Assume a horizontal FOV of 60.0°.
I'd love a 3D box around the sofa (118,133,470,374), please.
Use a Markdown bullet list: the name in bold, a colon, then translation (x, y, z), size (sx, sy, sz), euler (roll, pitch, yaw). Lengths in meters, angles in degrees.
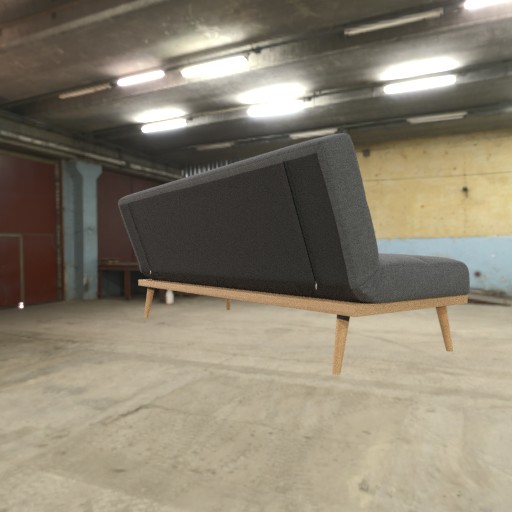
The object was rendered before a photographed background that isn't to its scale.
- **sofa**: translation (0.000, 0.000, 2.247), size (0.820, 0.770, 1.820), euler (0, 0, -36)
